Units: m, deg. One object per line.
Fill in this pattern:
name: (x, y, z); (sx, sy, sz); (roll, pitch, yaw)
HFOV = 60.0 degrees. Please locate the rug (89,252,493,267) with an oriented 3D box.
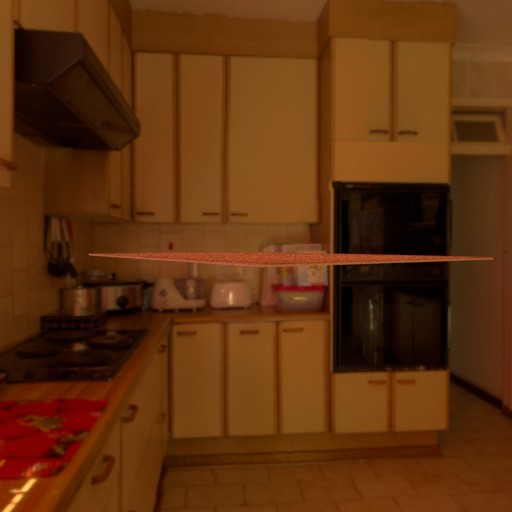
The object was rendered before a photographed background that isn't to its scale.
rug: (0.000, 0.000, 2.303); (1.219, 0.010, 1.829); (-1, 2, -35)
